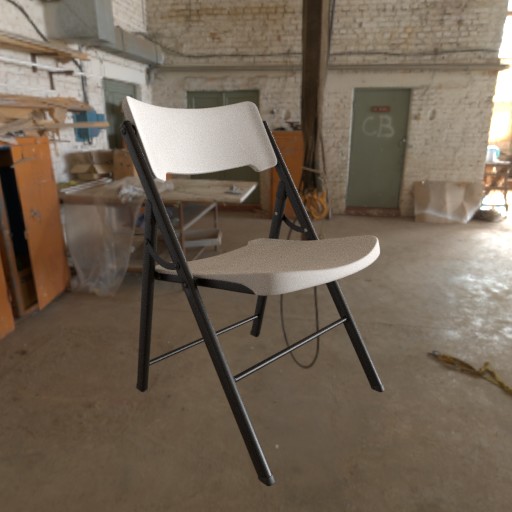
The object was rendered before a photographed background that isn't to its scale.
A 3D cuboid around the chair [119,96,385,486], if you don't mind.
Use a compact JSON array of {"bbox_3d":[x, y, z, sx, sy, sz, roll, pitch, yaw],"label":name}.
[{"bbox_3d":[0.000,0.000,1.124,0.577,0.765,0.482,16,23,42],"label":"chair"}]
